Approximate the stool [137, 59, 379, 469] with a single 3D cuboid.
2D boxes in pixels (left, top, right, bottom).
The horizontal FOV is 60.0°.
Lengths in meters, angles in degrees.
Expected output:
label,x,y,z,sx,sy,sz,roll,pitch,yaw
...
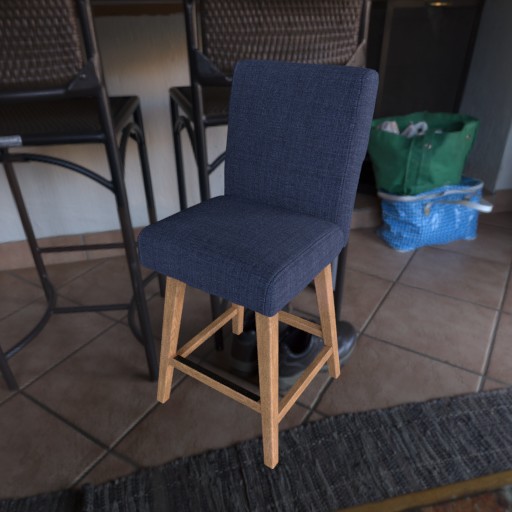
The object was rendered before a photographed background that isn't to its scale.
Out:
label,x,y,z,sx,sy,sz,roll,pitch,yaw
stool,0.000,0.000,1.306,0.459,1.010,0.526,18,34,29
